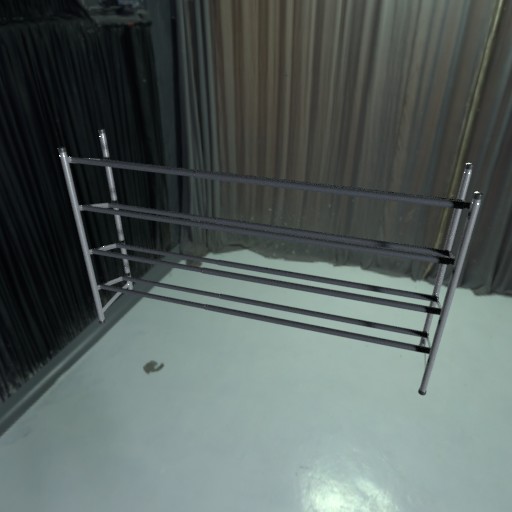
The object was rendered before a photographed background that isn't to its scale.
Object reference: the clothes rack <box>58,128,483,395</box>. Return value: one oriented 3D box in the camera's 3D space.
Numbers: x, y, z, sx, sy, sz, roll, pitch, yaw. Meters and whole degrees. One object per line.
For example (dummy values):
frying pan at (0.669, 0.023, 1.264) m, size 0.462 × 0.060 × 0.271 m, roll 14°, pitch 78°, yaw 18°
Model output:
clothes rack at (0.000, 0.000, 1.431) m, size 1.168 × 0.672 × 0.229 m, roll 9°, pitch 33°, yaw 14°
